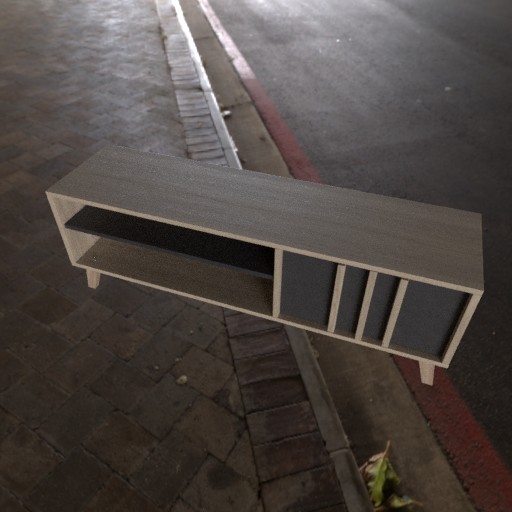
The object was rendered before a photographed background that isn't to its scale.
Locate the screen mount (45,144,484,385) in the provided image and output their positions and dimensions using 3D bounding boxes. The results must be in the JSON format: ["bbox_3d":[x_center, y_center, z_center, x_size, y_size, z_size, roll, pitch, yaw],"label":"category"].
[{"bbox_3d":[0.000,0.000,1.739,1.500,0.509,0.401,13,43,15],"label":"screen mount"}]
